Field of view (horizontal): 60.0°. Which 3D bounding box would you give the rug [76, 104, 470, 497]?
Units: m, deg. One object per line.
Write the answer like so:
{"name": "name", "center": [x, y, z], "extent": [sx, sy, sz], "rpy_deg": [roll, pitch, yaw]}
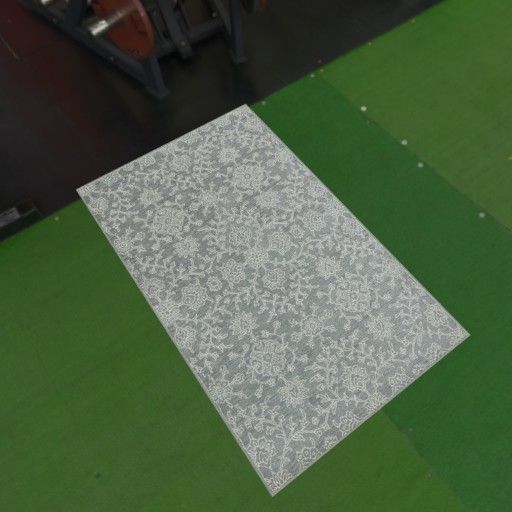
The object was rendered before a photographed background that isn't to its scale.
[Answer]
{"name": "rug", "center": [0.000, 0.000, 2.992], "extent": [1.515, 0.010, 2.430], "rpy_deg": [-32, 66, -16]}
